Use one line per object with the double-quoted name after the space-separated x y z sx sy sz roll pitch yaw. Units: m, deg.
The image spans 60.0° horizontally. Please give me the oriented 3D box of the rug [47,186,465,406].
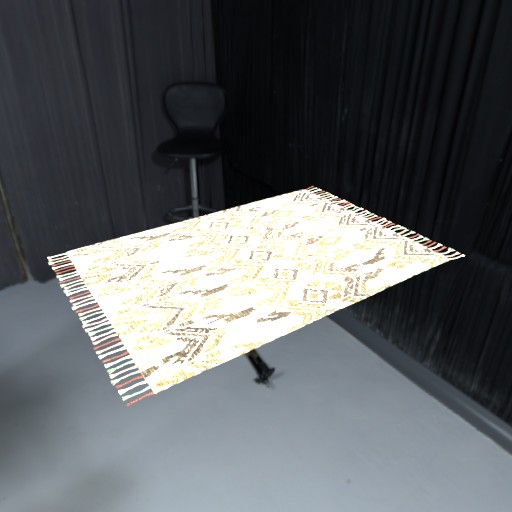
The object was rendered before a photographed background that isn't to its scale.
0.000 0.000 2.310 1.829 0.008 1.219 -19 35 -29 "rug"
